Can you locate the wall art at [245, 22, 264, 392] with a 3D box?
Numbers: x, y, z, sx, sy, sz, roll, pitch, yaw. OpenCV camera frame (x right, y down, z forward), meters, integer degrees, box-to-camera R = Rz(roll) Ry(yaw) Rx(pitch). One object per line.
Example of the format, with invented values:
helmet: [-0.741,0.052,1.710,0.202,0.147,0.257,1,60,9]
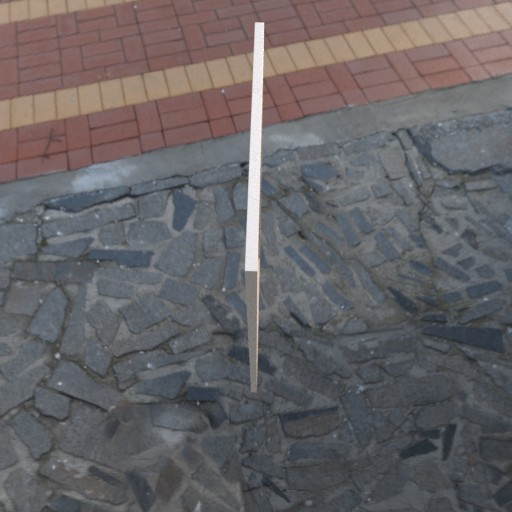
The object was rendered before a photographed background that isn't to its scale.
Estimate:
wall art: [0.000,0.000,0.833,0.013,0.683,0.380,1,63,1]
